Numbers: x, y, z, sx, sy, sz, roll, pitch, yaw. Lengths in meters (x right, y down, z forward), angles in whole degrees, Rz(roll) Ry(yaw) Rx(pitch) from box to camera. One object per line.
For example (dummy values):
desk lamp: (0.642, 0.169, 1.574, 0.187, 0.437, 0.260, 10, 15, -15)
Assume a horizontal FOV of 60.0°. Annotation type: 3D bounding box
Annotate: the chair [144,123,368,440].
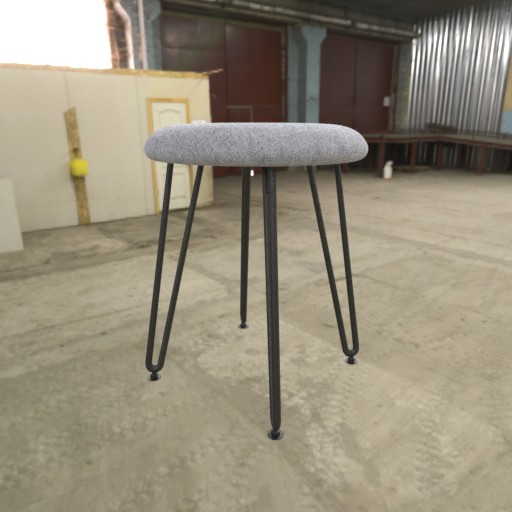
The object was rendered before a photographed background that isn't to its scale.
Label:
chair: (0.000, 0.000, 0.671, 0.350, 0.386, 0.350, -3, 17, -8)
